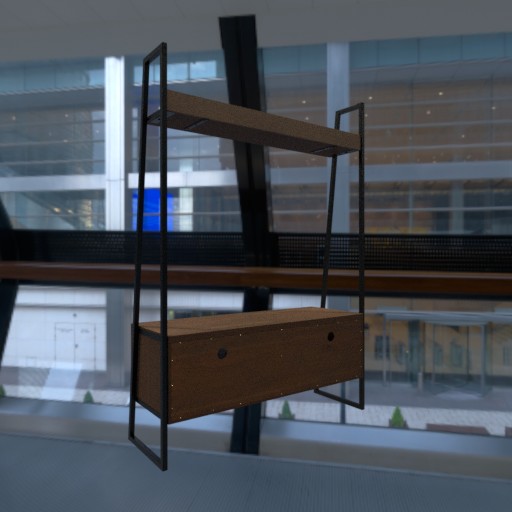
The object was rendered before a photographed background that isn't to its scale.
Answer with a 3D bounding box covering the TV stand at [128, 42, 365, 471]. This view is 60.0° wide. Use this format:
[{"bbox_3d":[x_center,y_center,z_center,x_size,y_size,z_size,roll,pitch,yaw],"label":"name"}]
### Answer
[{"bbox_3d":[0.000,0.000,2.356,1.250,1.772,0.432,0,0,-36],"label":"TV stand"}]
